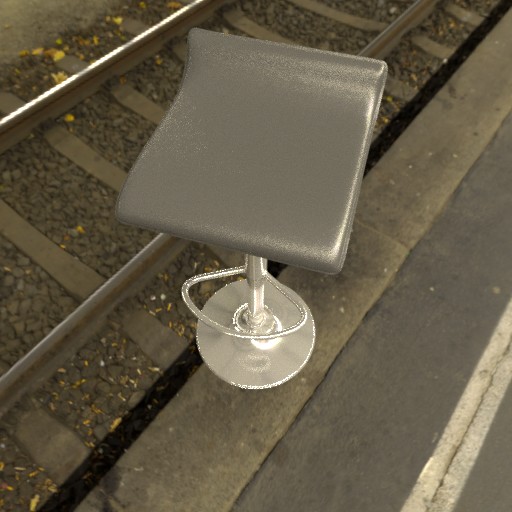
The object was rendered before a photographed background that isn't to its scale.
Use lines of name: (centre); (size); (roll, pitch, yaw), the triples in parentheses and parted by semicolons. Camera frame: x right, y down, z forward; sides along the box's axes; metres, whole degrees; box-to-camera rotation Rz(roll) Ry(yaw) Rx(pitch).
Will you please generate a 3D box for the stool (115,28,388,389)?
stool: (0.000, 0.000, 1.058); (0.381, 0.851, 0.381); (14, 58, 9)
